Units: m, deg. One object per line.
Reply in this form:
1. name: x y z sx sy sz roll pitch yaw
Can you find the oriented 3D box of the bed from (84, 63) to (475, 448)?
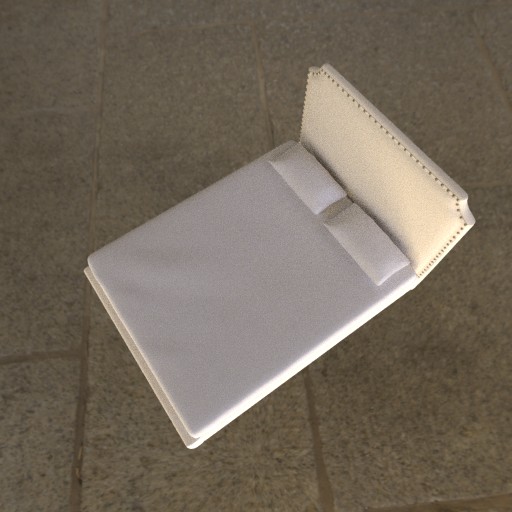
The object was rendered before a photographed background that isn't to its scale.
1. bed: 0.000 0.000 3.444 2.372 1.497 1.712 -33 69 -14
